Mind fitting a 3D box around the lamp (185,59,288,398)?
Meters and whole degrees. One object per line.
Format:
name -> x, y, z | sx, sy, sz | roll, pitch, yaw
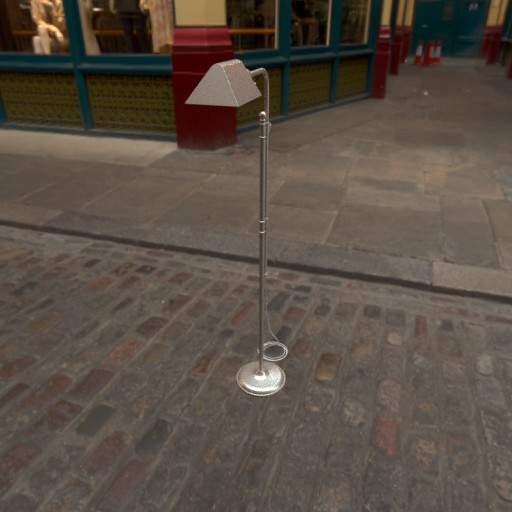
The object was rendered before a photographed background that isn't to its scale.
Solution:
lamp -> 0.000, 0.000, 1.898 | 0.256, 1.571, 0.813 | 9, 29, 16
